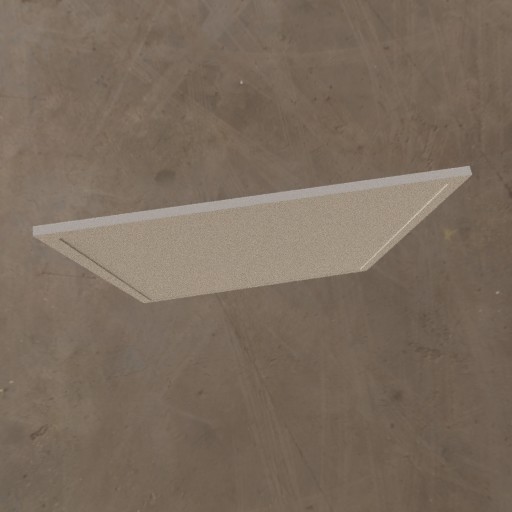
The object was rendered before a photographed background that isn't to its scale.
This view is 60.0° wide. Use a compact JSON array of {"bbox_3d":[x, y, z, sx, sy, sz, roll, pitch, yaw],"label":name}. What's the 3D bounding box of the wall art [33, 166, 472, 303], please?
[{"bbox_3d":[0.000,0.000,0.981,0.660,0.660,0.015,-8,76,-2],"label":"wall art"}]
